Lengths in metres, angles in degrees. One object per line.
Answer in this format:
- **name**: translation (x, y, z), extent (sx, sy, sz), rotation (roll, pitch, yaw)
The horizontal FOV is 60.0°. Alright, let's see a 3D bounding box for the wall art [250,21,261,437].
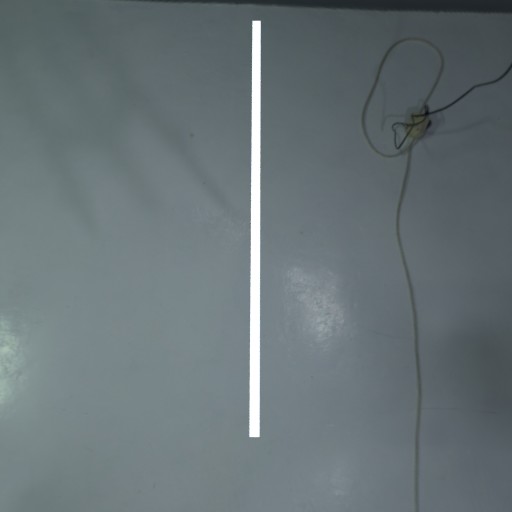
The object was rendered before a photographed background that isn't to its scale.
- **wall art**: translation (0.000, 0.000, 0.878), extent (0.013, 0.584, 0.584), rotation (0, 76, 0)
